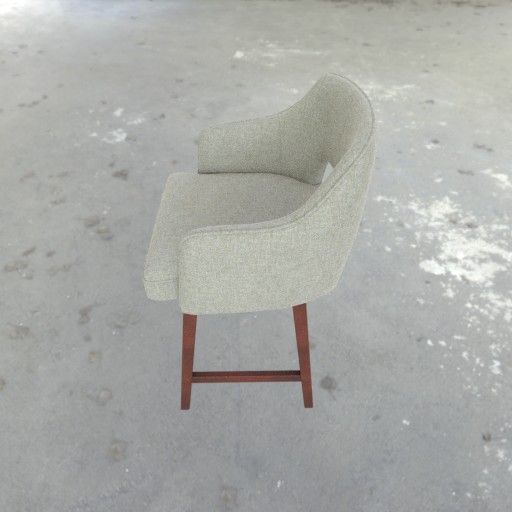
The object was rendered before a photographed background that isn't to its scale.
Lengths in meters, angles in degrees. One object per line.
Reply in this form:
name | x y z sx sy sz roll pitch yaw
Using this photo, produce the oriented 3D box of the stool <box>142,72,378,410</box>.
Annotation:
stool | 0.000 0.000 1.325 0.558 0.944 0.599 -1 41 -1
